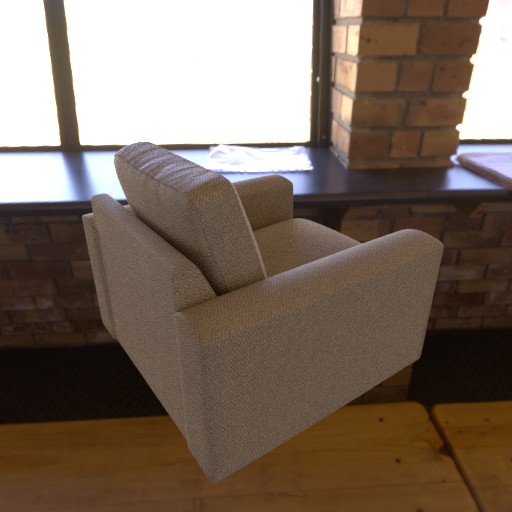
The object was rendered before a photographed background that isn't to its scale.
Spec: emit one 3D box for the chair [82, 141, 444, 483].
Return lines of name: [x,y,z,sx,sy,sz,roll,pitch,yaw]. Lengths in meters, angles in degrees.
chair: [0.000,0.000,1.734,1.016,0.873,1.005,-18,33,-31]
